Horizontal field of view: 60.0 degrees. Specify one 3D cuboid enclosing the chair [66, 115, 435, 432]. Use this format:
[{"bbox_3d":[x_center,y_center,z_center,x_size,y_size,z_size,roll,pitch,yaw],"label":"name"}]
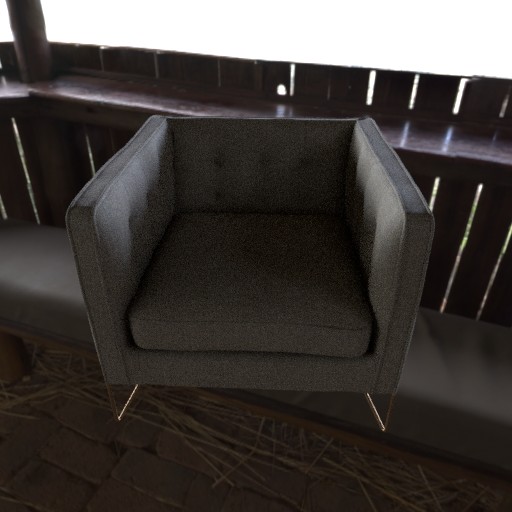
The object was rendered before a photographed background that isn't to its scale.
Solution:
[{"bbox_3d":[0.000,0.000,1.616,0.920,0.799,0.912,1,31,2],"label":"chair"}]
